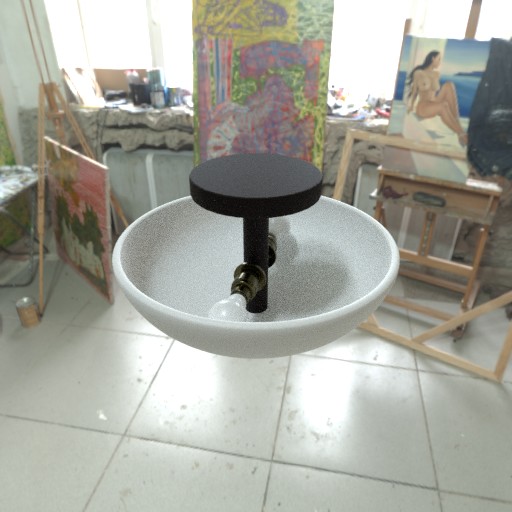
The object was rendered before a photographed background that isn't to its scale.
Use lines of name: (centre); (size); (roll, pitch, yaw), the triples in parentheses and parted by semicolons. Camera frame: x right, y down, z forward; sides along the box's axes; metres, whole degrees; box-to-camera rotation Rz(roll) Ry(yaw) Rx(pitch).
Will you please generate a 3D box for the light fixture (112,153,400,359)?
light fixture: (0.000, 0.000, 0.540); (0.331, 0.212, 0.331); (0, 30, 0)
